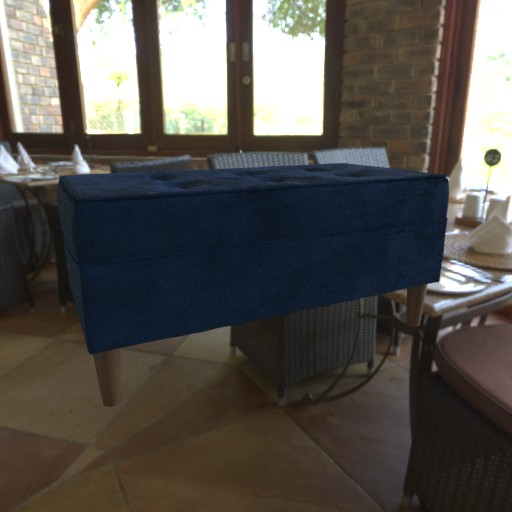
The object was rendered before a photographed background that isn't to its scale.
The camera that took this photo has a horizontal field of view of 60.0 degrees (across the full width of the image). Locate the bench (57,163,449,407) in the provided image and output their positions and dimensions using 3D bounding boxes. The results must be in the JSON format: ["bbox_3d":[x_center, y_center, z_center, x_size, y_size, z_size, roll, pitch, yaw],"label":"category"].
[{"bbox_3d":[0.000,0.000,1.291,1.010,0.467,0.489,-8,18,-25],"label":"bench"}]
